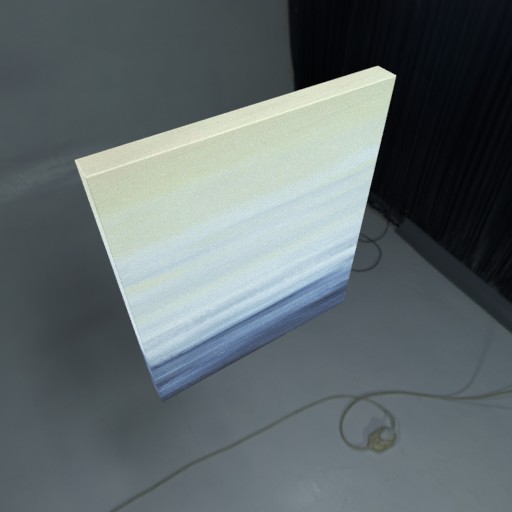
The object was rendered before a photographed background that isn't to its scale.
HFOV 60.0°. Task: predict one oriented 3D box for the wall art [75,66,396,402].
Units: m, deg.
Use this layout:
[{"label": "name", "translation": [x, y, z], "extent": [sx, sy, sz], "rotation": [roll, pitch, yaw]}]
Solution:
[{"label": "wall art", "translation": [0.000, 0.000, 0.728], "extent": [0.435, 0.511, 0.037], "rotation": [-25, 51, -22]}]
